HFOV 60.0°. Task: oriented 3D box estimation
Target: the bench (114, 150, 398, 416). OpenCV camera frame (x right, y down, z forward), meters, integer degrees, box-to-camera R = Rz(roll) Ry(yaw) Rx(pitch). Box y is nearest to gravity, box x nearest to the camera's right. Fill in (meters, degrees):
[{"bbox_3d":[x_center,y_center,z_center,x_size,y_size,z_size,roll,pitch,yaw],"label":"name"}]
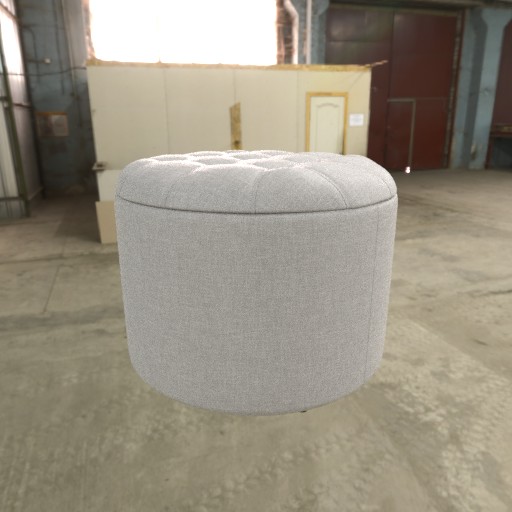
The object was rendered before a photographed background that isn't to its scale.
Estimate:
[{"bbox_3d":[0.000,0.000,1.020,0.600,0.453,0.600,0,17,0],"label":"bench"}]
